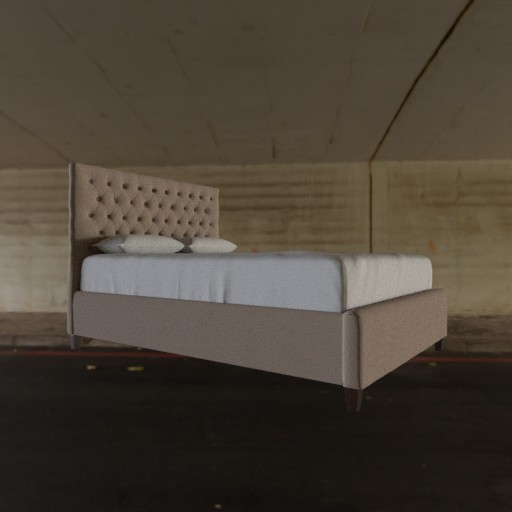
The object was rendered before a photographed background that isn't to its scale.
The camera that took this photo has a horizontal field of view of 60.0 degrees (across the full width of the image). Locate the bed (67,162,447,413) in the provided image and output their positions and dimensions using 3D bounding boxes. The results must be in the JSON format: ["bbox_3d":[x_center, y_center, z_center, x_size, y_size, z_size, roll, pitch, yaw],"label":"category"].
[{"bbox_3d":[0.000,0.000,3.381,2.387,1.427,1.698,0,1,36],"label":"bed"}]
